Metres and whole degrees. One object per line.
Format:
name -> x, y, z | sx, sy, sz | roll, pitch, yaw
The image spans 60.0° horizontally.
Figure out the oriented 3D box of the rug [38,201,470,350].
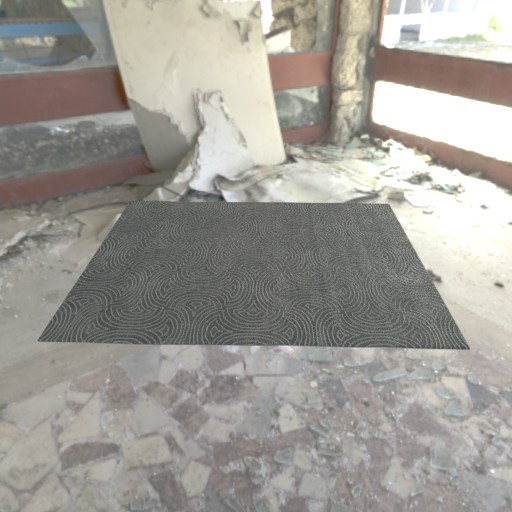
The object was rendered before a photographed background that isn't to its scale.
rug -> 0.000, 0.000, 4.159 | 3.042, 0.021, 2.456 | 1, 31, 1
